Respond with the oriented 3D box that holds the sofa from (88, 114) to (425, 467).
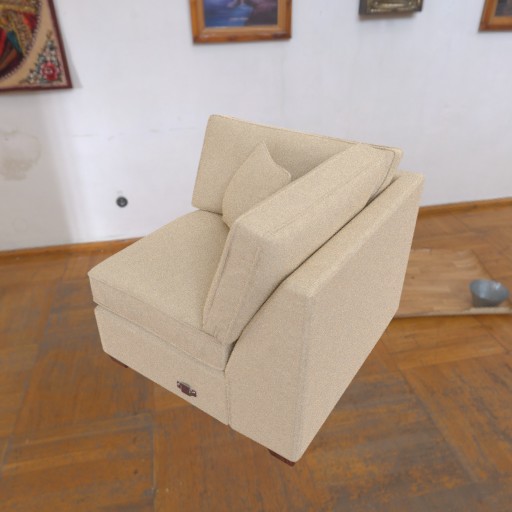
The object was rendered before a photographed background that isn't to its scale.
[{"bbox_3d":[0.000,0.000,1.998,1.084,1.002,1.146,19,36,28],"label":"sofa"}]
